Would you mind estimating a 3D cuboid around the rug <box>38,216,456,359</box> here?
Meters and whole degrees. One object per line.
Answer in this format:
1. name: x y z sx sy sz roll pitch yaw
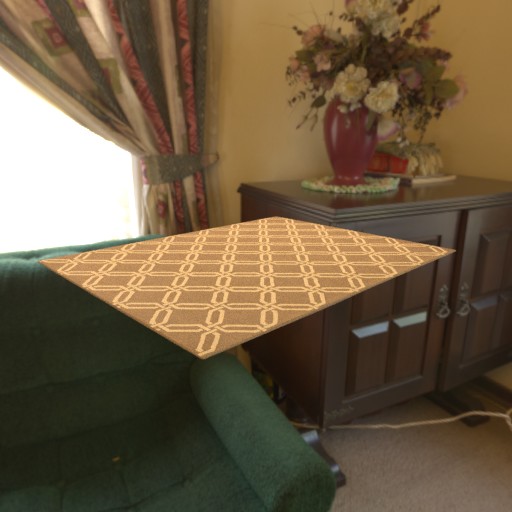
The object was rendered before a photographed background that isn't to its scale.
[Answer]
1. rug: 0.000 0.000 3.894 2.895 0.018 2.288 -15 21 -42
